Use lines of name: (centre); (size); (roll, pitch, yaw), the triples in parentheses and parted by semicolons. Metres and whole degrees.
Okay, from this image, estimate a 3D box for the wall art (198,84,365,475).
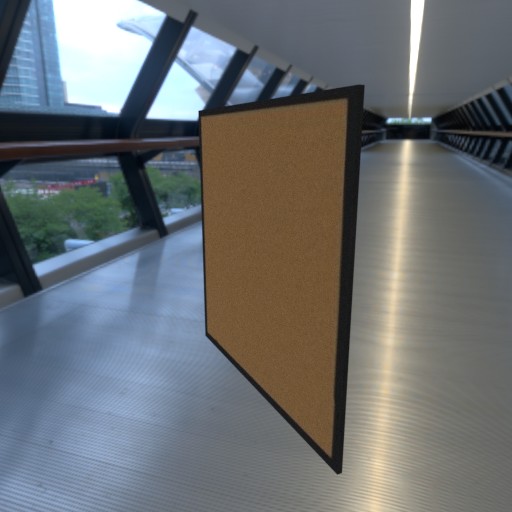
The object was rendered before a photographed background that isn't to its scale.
wall art: (0.000, 0.000, 1.249); (0.013, 0.823, 0.823); (-7, 16, -26)
